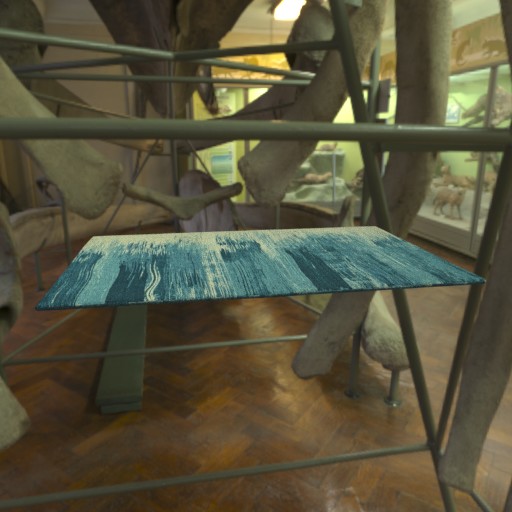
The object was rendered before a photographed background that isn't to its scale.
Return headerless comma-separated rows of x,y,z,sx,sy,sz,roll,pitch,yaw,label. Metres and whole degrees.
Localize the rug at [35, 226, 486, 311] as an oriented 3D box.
0.000,0.000,3.066,2.450,0.027,1.540,-3,16,-9,rug
